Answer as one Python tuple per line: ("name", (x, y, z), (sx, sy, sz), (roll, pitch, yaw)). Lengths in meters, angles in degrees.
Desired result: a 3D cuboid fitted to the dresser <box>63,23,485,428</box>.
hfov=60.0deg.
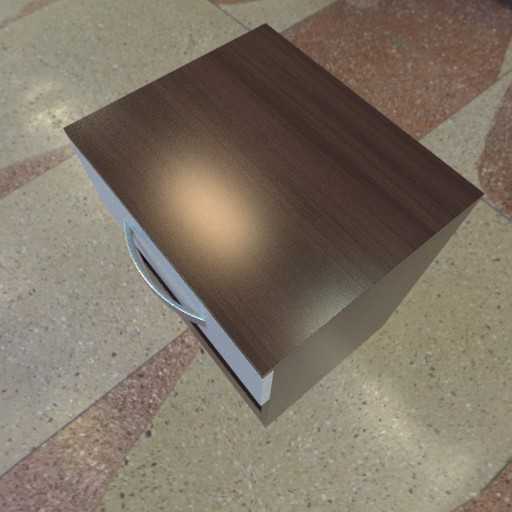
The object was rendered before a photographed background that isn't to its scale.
("dresser", (0.000, 0.000, 0.742), (0.360, 0.470, 0.400), (-35, 68, -17))
